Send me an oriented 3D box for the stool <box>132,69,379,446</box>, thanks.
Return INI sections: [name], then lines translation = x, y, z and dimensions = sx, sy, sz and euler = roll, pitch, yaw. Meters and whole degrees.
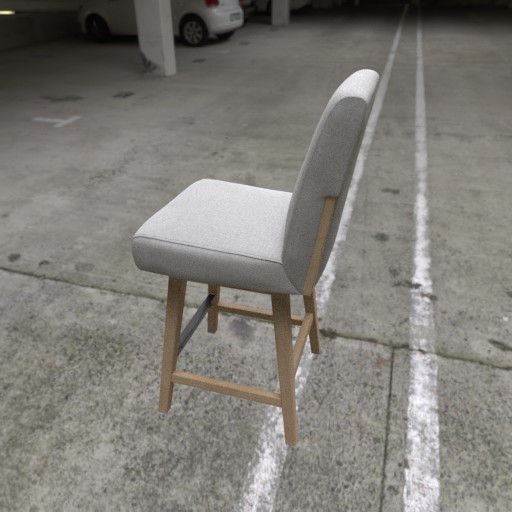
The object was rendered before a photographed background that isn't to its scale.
[stool]
translation = 0.000, 0.000, 1.412
dimensions = 0.606, 1.085, 0.507
euler = 8, 30, 15
